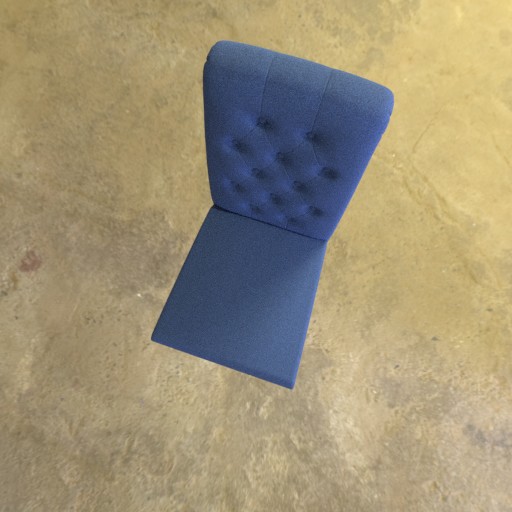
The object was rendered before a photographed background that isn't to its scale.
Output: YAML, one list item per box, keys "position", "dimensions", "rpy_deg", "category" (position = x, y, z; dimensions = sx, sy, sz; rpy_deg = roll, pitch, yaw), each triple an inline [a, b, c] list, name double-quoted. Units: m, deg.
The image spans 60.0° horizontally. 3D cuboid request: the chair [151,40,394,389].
- position: [0.000, 0.000, 1.327]
  dimensions: [0.456, 1.006, 0.671]
  rpy_deg: [18, 77, 4]
  category: "chair"
